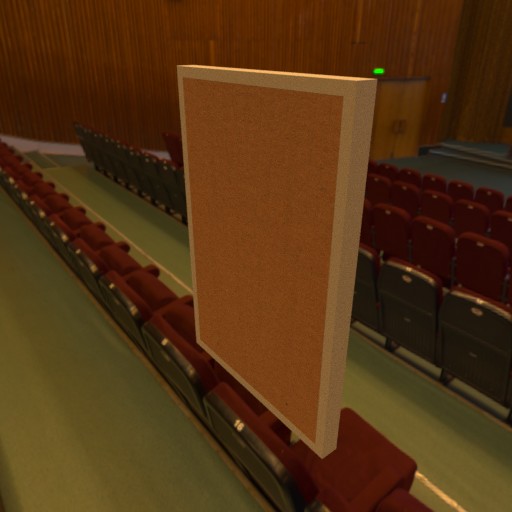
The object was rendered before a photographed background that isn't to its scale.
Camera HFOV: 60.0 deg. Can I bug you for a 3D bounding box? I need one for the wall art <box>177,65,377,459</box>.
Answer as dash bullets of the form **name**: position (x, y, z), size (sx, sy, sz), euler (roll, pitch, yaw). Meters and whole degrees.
- **wall art**: position (0.000, 0.000, 0.555), size (0.025, 0.428, 0.293), euler (-19, 32, -34)
